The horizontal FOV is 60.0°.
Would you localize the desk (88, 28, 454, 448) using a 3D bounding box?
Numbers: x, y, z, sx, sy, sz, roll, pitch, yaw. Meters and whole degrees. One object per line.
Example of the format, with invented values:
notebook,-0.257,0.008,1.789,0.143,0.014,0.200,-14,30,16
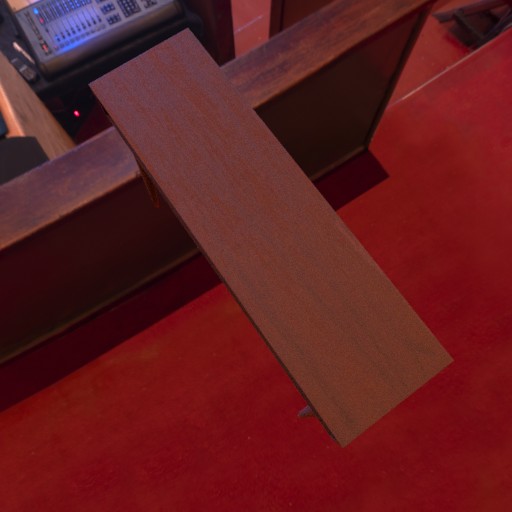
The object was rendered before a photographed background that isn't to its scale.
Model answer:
desk,0.000,0.000,1.628,0.384,0.917,1.204,-34,77,-9
